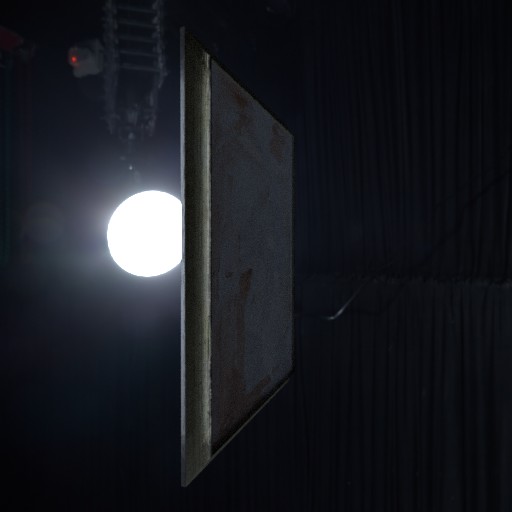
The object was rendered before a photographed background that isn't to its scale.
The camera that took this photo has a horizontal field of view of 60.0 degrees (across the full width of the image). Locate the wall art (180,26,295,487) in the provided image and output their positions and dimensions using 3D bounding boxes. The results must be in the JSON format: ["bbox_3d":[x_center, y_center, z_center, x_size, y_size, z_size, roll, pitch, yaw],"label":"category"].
[{"bbox_3d":[0.000,0.000,0.616,0.023,0.457,0.381,0,1,20],"label":"wall art"}]
